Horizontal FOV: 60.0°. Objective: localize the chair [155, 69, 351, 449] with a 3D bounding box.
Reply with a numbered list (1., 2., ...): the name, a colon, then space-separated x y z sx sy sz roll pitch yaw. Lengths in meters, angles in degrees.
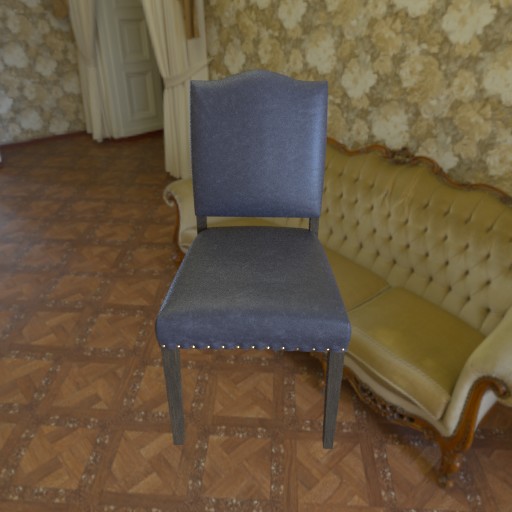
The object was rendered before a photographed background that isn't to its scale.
1. chair: 0.000 0.000 1.359 0.500 0.991 0.633 1 31 1
